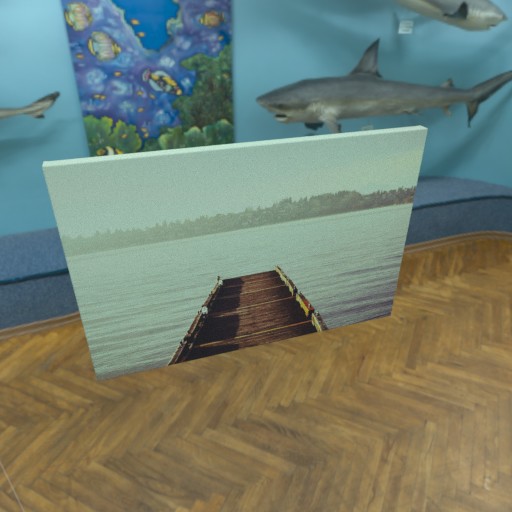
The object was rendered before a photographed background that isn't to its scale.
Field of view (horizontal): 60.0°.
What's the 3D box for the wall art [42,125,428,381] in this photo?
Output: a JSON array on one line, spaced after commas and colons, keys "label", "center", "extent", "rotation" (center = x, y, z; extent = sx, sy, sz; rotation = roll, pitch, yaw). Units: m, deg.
[{"label": "wall art", "center": [0.000, 0.000, 1.483], "extent": [1.149, 0.765, 0.040], "rotation": [-10, 32, -15]}]
